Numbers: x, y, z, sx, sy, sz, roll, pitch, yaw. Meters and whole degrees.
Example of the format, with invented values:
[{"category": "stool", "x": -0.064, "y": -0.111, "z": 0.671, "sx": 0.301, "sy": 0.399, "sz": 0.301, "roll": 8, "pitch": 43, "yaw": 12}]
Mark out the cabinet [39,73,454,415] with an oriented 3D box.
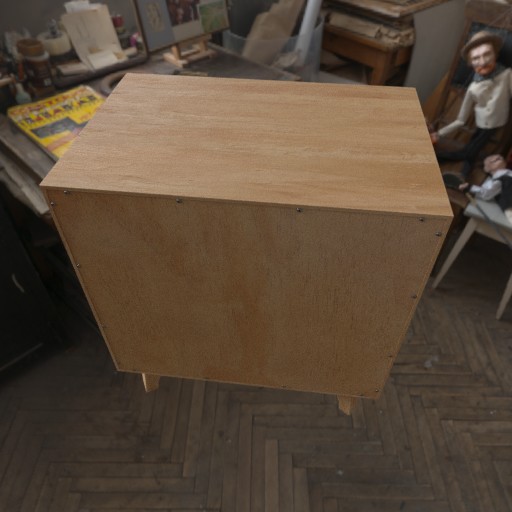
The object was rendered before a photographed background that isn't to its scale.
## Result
[{"category": "cabinet", "x": 0.000, "y": 0.000, "z": 0.933, "sx": 0.551, "sy": 0.599, "sz": 0.394, "roll": 5, "pitch": 45, "yaw": 5}]
